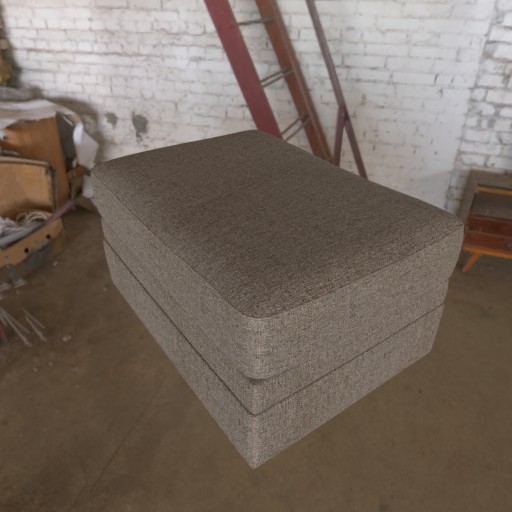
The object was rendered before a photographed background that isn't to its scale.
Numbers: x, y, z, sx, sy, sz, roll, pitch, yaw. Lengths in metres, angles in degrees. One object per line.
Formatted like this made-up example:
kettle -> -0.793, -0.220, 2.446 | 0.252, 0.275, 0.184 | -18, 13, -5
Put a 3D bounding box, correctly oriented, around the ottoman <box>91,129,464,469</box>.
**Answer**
ottoman -> 0.000, 0.000, 1.262 | 0.637, 0.478, 0.885 | -21, 38, -29
